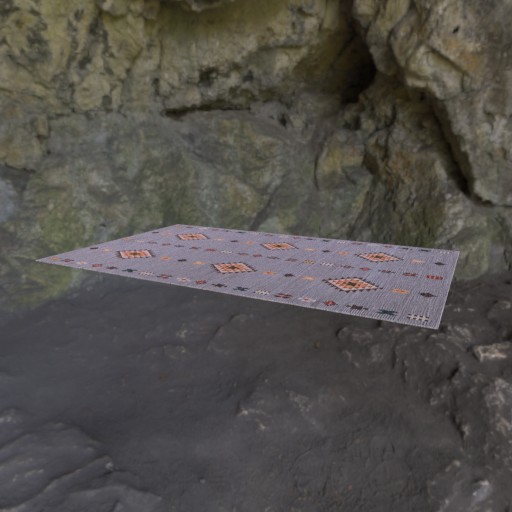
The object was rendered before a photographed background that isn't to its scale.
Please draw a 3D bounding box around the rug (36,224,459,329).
[{"bbox_3d":[0.000,0.000,2.986,2.427,0.007,1.515,7,16,26],"label":"rug"}]
